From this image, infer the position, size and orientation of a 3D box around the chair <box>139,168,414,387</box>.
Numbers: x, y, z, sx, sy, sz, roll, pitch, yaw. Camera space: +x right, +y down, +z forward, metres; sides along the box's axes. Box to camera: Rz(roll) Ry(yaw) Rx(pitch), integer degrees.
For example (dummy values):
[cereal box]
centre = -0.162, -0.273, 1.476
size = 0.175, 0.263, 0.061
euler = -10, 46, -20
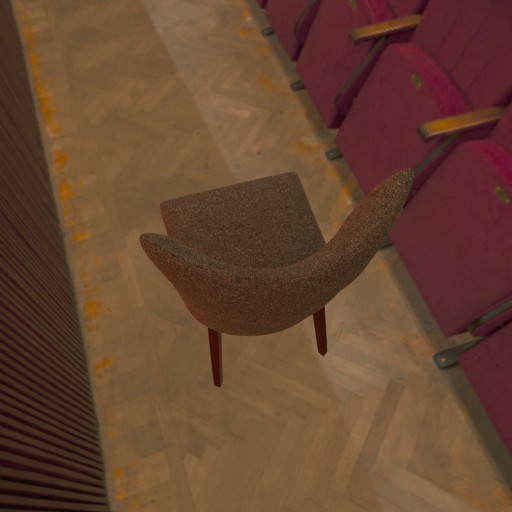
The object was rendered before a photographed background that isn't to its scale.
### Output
[chair]
centre = 0.000, 0.000, 1.289
size = 0.535, 0.924, 0.623
euler = -15, 60, -9
